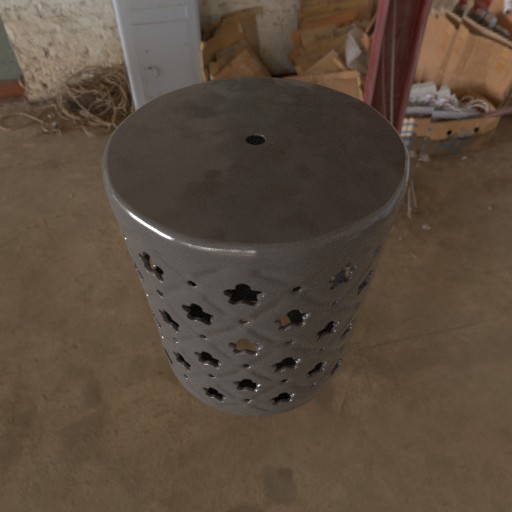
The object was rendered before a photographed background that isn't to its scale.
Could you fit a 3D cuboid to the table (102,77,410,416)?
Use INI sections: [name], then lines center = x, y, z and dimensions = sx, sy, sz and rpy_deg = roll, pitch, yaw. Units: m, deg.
[table]
center = 0.000, 0.000, 0.647
dimensions = 0.352, 0.387, 0.352
rpy_deg = 0, 46, 0
